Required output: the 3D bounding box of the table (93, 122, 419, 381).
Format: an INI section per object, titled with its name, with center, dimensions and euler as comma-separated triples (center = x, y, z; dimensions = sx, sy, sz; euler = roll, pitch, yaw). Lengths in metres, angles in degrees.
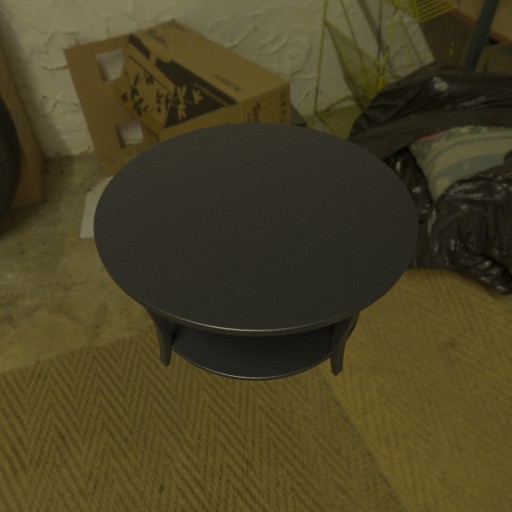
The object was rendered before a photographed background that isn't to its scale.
[table]
center = 0.000, 0.000, 1.446
dimensions = 0.914, 0.457, 0.914
euler = 0, 45, 0
